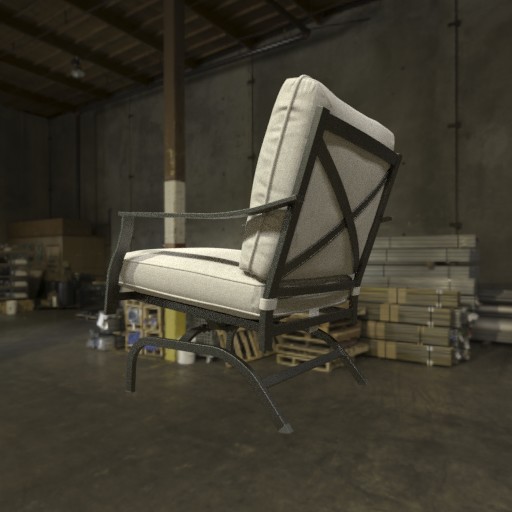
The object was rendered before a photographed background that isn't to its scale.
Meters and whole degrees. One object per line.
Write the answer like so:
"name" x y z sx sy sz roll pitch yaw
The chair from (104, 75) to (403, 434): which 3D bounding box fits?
"chair" 0.000 0.000 1.433 0.787 0.860 0.650 0 0 35
